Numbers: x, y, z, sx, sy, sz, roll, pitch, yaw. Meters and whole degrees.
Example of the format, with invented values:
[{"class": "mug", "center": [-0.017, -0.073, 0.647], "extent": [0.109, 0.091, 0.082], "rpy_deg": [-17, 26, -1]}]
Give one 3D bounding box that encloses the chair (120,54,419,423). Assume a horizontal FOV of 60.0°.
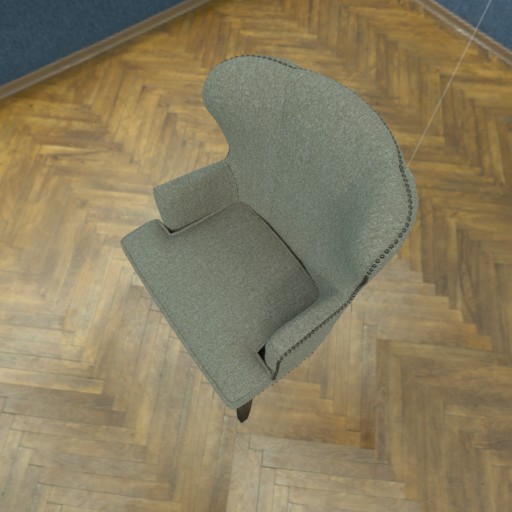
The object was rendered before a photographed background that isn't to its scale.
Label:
[{"class": "chair", "center": [0.000, 0.000, 1.579], "extent": [0.758, 1.060, 0.759], "rpy_deg": [-33, 69, -15]}]
